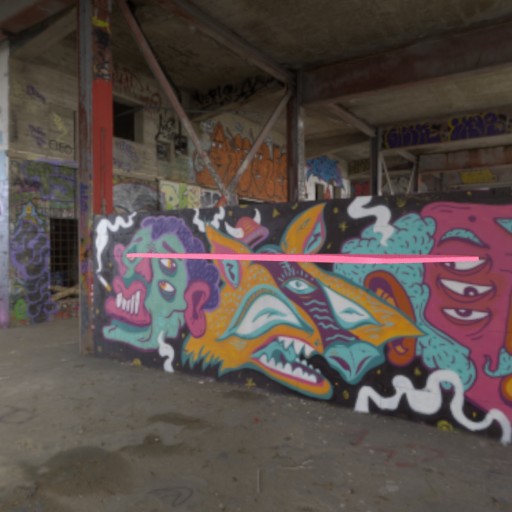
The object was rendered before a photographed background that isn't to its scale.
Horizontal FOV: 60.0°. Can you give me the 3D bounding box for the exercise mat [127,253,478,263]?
[{"bbox_3d":[0.000,0.000,2.124,0.616,0.021,1.884,0,1,-36],"label":"exercise mat"}]
